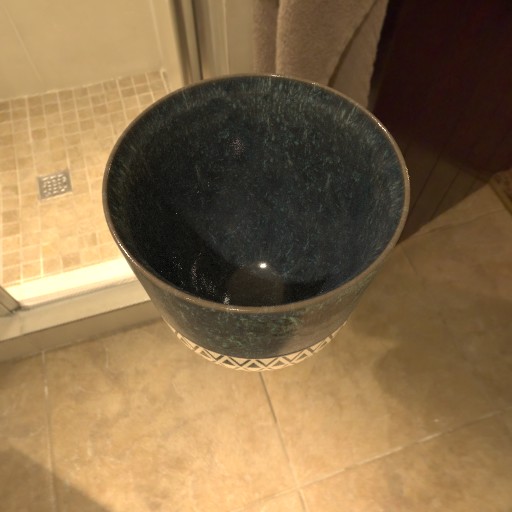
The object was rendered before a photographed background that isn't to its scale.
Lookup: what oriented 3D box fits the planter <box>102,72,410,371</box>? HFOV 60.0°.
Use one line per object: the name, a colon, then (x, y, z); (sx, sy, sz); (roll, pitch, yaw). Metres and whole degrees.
planter: (0.000, 0.000, 0.375); (0.195, 0.214, 0.195); (0, 60, 0)
